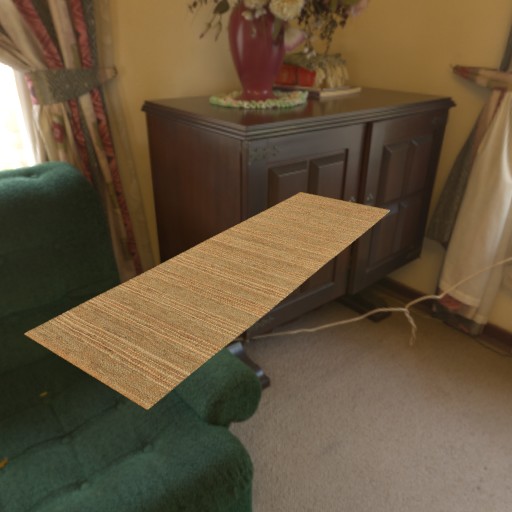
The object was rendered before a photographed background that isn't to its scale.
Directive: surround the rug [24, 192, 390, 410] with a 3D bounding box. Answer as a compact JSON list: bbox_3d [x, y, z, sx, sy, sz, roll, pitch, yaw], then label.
[{"bbox_3d":[0.000,0.000,2.642,0.783,0.006,2.438,17,31,31],"label":"rug"}]
